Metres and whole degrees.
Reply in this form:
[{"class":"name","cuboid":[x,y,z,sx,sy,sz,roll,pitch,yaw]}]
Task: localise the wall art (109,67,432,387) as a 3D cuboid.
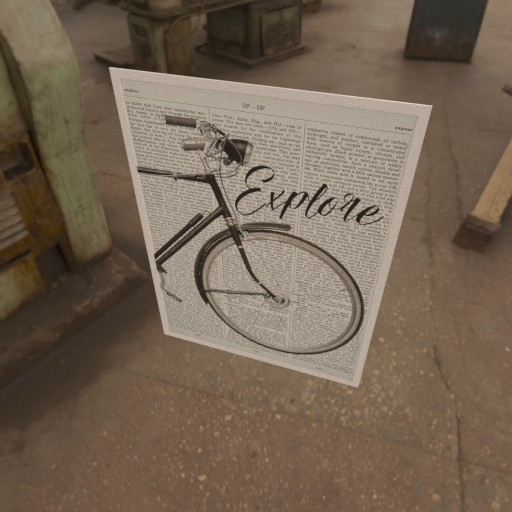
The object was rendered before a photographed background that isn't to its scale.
[{"class":"wall art","cuboid":[0.000,0.000,0.799,0.457,0.610,0.003,12,42,14]}]
